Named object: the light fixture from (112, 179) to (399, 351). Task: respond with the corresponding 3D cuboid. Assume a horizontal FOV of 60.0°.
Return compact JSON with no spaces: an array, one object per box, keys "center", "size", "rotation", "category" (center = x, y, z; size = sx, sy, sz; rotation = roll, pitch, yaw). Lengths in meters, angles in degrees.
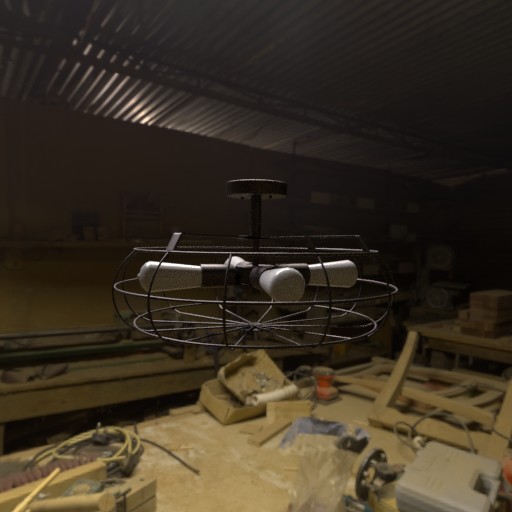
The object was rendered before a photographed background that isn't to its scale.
[{"center":[0.000,0.000,0.949],"size":[0.582,0.311,0.582],"rotation":[0,1,0],"category":"light fixture"}]
